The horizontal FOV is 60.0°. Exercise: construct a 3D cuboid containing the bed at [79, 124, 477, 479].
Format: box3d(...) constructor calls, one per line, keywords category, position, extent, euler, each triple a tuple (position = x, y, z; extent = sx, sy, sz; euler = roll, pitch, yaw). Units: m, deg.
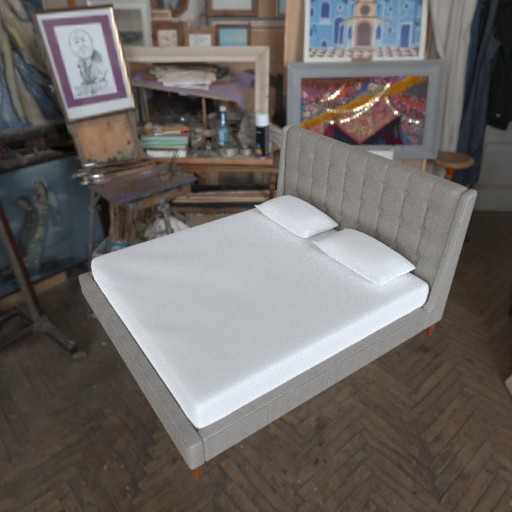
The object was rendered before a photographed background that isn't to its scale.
box3d(category="bed", position=(0.000, 0.000, 3.540), extent=(2.342, 1.289, 2.062), euler=(-20, 37, -29))
